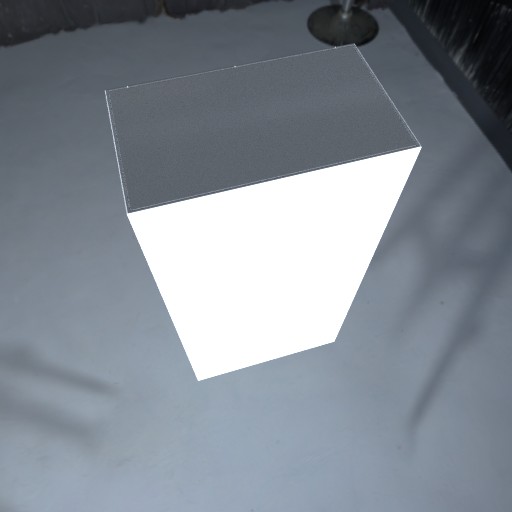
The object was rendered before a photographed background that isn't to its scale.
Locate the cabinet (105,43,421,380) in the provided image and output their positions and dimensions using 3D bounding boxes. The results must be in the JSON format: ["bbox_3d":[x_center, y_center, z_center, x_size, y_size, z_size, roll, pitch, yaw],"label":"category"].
[{"bbox_3d":[0.000,0.000,2.376,0.980,1.920,0.580,-14,61,-8],"label":"cabinet"}]
